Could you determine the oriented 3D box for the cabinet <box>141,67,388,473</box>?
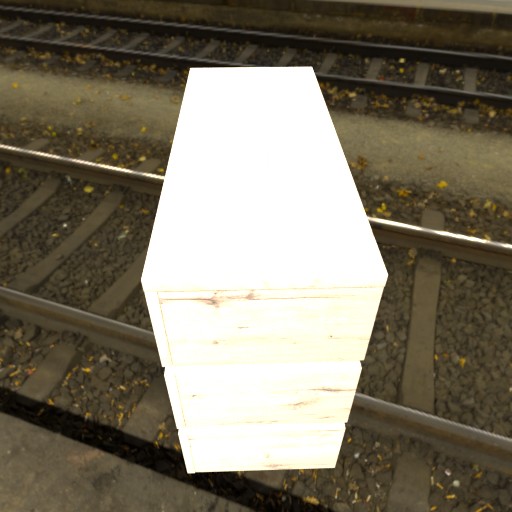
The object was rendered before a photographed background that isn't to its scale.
[{"bbox_3d":[0.000,0.000,1.413,0.420,0.820,1.040,-1,41,-1],"label":"cabinet"}]
